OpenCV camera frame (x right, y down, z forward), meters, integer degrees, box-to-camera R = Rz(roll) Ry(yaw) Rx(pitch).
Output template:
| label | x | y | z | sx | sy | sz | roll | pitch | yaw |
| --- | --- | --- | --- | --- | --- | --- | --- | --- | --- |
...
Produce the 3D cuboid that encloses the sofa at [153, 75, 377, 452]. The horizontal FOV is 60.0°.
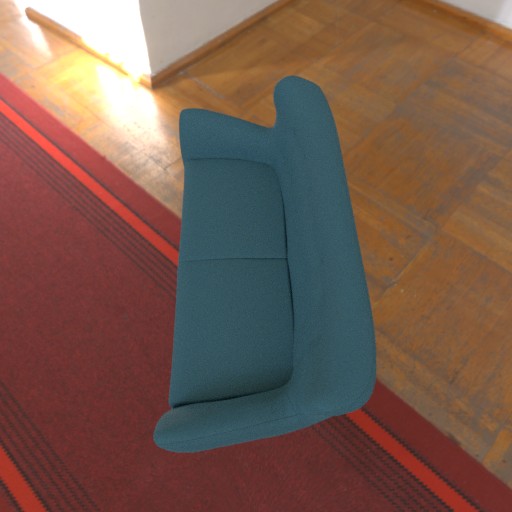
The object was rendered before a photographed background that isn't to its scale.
| label | x | y | z | sx | sy | sz | roll | pitch | yaw |
| --- | --- | --- | --- | --- | --- | --- | --- | --- | --- |
| sofa | 0.000 | 0.000 | 2.344 | 0.889 | 0.890 | 1.930 | -2 | 58 | -1 |
